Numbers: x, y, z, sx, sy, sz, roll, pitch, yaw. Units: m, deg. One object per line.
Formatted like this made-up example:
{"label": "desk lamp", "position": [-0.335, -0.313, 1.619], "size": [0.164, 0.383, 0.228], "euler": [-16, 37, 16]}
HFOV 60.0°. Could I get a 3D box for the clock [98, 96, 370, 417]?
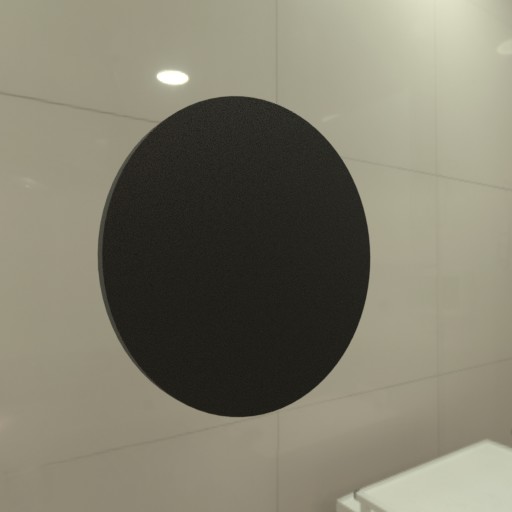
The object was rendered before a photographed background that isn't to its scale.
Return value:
{"label": "clock", "position": [0.000, 0.000, 0.653], "size": [0.454, 0.454, 0.038], "euler": [1, -2, -34]}
